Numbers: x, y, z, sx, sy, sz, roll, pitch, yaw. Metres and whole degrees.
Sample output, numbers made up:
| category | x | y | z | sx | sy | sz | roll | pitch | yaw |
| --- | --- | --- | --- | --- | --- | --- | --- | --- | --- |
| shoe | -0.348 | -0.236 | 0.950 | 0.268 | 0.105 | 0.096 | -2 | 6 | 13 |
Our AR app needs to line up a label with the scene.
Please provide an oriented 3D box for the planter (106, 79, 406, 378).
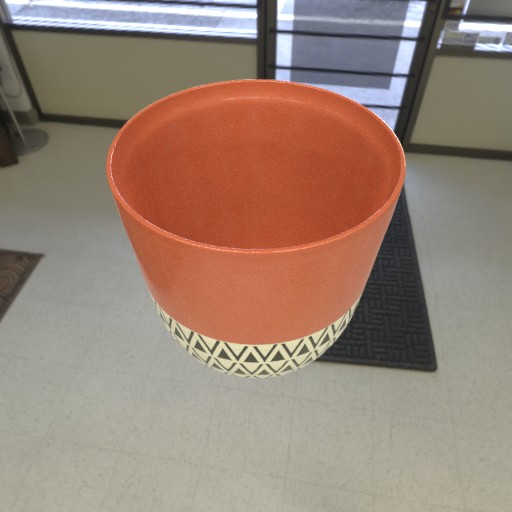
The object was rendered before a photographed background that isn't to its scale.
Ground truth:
| category | x | y | z | sx | sy | sz | roll | pitch | yaw |
| --- | --- | --- | --- | --- | --- | --- | --- | --- | --- |
| planter | 0.000 | 0.000 | 0.373 | 0.195 | 0.214 | 0.195 | 0 | 47 | 0 |
